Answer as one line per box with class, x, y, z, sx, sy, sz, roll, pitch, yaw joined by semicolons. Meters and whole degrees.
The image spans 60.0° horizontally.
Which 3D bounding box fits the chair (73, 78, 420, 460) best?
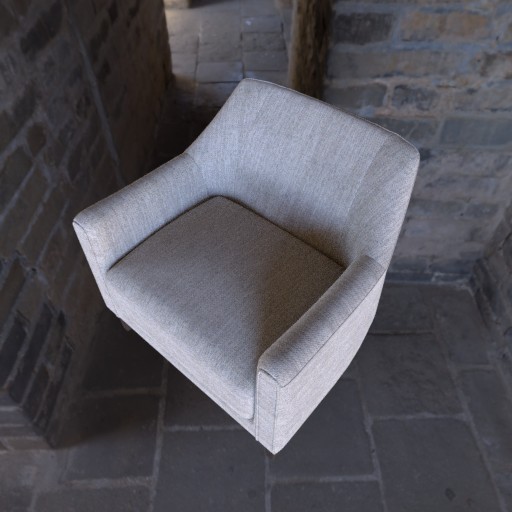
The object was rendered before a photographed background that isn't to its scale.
chair;0.000;0.000;1.415;0.796;0.761;0.758;33;55;26
